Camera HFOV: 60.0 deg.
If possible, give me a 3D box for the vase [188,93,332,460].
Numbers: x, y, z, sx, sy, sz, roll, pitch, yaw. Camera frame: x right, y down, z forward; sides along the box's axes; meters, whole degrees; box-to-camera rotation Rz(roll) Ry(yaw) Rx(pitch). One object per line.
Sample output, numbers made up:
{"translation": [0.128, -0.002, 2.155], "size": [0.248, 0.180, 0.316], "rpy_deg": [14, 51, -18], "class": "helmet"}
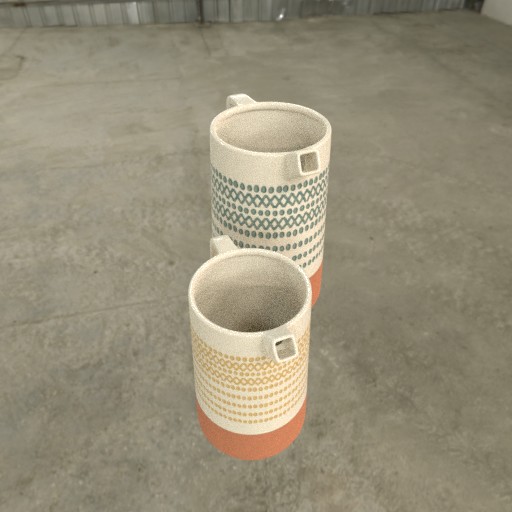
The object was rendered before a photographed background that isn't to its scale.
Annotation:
{"translation": [0.000, 0.000, 0.472], "size": [0.168, 0.247, 0.326], "rpy_deg": [12, 42, 13], "class": "vase"}
